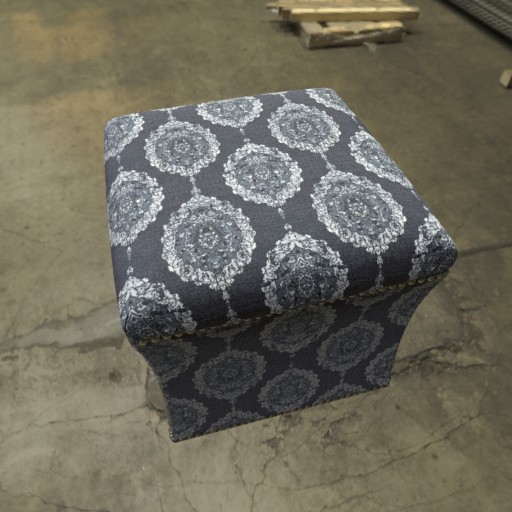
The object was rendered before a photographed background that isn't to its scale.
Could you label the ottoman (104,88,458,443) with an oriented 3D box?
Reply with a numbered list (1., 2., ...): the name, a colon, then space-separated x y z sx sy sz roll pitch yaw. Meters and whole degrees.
1. ottoman: 0.000 0.000 0.892 0.497 0.475 0.507 -11 49 -10
